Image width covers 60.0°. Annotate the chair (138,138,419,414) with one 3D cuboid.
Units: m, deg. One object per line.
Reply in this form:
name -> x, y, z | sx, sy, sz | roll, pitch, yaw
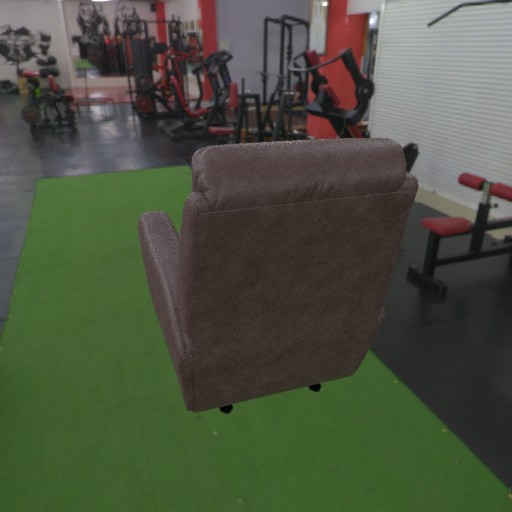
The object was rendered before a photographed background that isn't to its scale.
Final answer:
chair -> 0.000, 0.000, 1.809 | 0.865, 1.067, 1.067 | -8, 26, -17
